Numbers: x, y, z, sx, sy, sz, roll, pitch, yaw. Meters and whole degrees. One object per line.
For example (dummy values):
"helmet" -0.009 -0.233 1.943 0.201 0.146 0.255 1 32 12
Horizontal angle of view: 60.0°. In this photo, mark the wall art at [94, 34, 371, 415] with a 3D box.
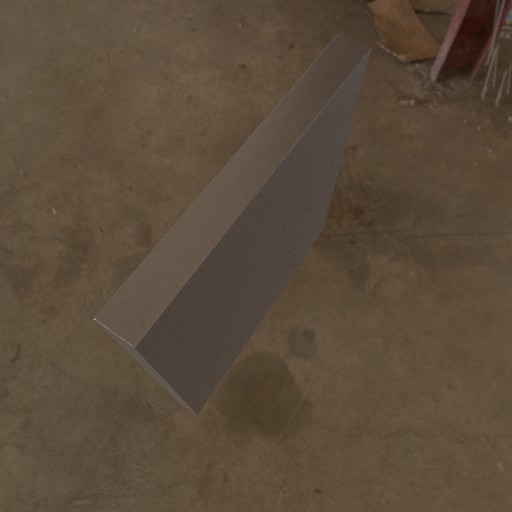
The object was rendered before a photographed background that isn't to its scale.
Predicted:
"wall art" 0.000 0.000 0.522 0.038 0.350 0.350 30 67 14
